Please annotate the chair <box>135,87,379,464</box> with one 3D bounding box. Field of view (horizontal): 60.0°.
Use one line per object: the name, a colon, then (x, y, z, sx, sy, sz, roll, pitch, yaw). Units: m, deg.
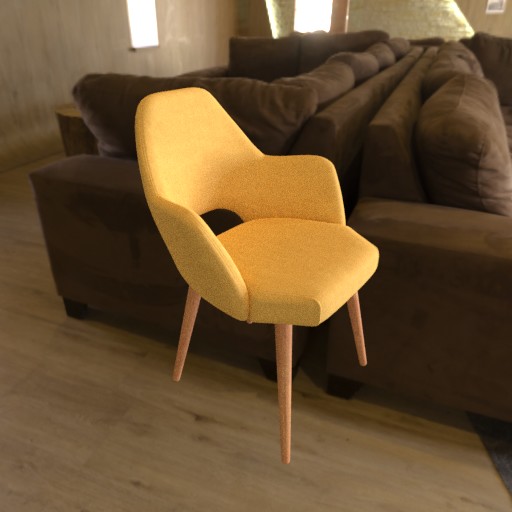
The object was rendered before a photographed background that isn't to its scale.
chair: (0.000, 0.000, 1.254, 0.610, 0.840, 0.590, 20, 34, 32)
